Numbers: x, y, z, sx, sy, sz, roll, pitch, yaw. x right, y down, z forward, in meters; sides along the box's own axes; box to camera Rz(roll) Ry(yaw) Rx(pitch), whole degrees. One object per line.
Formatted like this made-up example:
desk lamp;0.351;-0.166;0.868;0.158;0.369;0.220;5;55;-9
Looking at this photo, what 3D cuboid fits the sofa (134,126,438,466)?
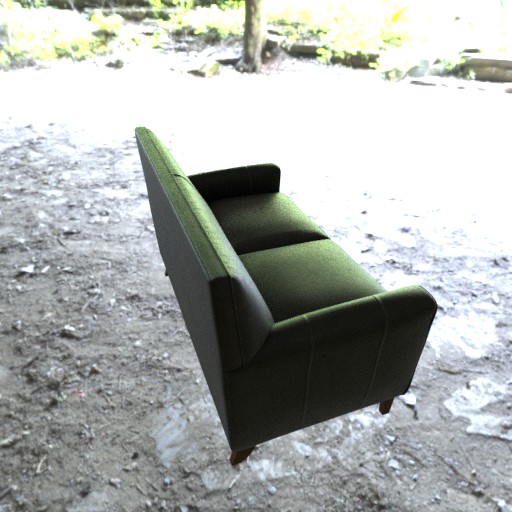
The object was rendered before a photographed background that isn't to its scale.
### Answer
sofa;0.000;0.000;2.004;0.787;0.871;1.473;-11;33;-17
